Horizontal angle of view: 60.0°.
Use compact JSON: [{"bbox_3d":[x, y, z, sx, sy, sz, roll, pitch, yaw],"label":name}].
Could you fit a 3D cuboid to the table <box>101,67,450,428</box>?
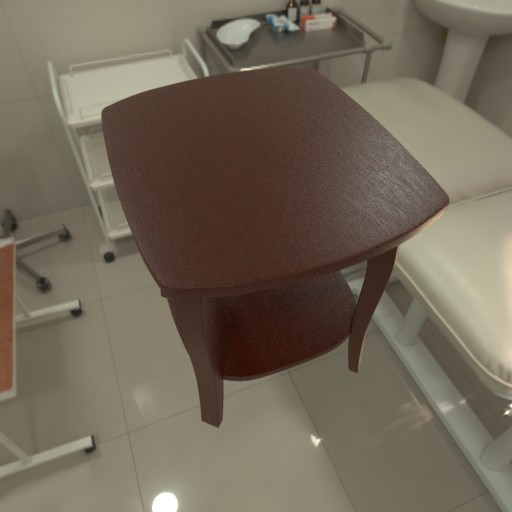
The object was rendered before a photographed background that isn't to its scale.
[{"bbox_3d":[0.000,0.000,0.864,0.433,0.496,0.502,-17,50,-14],"label":"table"}]
